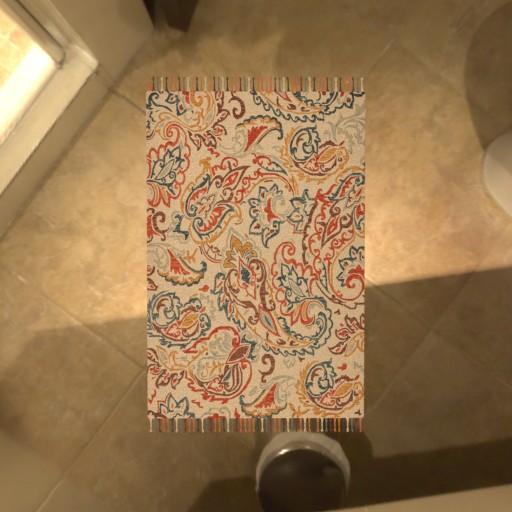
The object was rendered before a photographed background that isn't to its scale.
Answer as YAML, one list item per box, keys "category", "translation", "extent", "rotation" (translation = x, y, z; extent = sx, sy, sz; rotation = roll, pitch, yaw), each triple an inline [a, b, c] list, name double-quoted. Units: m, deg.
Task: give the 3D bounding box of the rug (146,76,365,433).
- category: "rug"
  translation: [0.000, 0.000, 2.482]
  extent: [1.218, 0.010, 1.997]
  rotation: [0, 91, 0]
